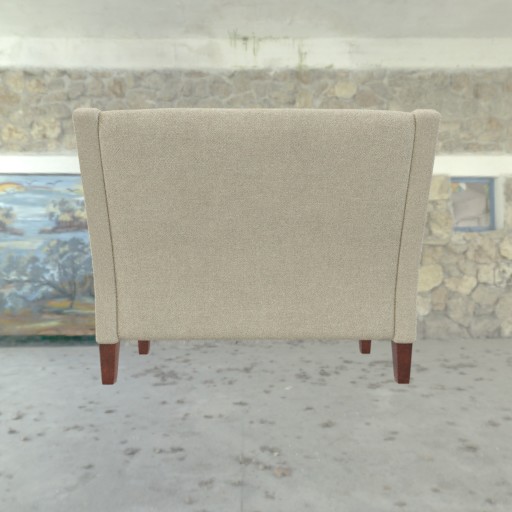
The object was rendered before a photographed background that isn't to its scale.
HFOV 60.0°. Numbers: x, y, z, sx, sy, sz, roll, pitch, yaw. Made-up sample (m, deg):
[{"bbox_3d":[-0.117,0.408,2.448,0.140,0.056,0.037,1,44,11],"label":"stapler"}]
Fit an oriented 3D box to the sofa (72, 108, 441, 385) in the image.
[{"bbox_3d":[0.000,0.000,1.895,1.212,0.976,0.946,0,-1,-1],"label":"sofa"}]
